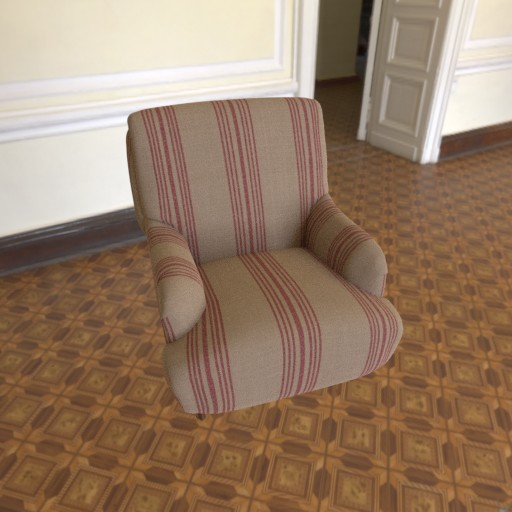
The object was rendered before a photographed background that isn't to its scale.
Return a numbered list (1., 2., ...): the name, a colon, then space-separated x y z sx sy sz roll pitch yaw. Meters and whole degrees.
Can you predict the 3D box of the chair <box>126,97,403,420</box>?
1. chair: 0.000 0.000 1.904 0.933 1.123 1.058 -10 33 -15
